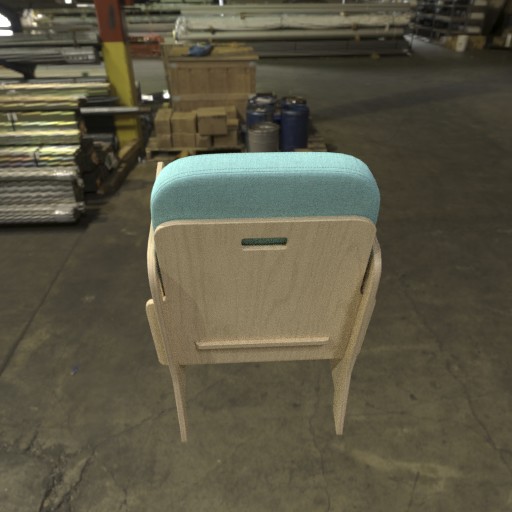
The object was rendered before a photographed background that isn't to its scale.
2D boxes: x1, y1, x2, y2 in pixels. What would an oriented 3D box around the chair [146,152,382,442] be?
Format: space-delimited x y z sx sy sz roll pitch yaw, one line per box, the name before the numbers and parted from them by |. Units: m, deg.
chair | 0.000 0.000 1.262 0.590 0.800 0.710 -2 32 -3
